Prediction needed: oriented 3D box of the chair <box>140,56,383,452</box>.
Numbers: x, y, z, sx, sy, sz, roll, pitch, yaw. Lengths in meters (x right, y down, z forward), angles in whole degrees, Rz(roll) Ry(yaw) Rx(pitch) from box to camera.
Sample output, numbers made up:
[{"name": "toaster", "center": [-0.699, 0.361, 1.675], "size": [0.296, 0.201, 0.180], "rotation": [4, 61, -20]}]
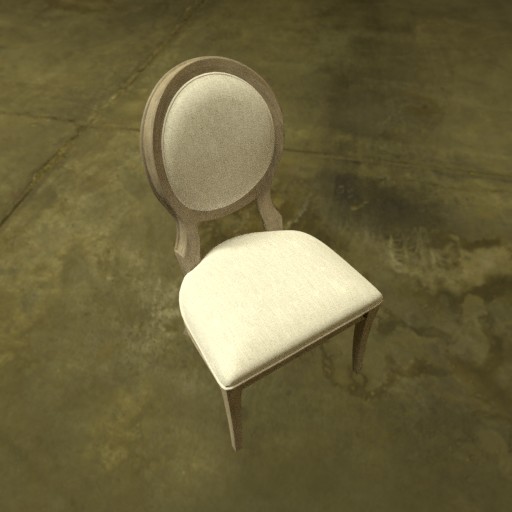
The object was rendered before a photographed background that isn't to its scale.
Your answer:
[{"name": "chair", "center": [0.000, 0.000, 1.337], "size": [0.558, 0.990, 0.602], "rotation": [-25, 51, -22]}]
